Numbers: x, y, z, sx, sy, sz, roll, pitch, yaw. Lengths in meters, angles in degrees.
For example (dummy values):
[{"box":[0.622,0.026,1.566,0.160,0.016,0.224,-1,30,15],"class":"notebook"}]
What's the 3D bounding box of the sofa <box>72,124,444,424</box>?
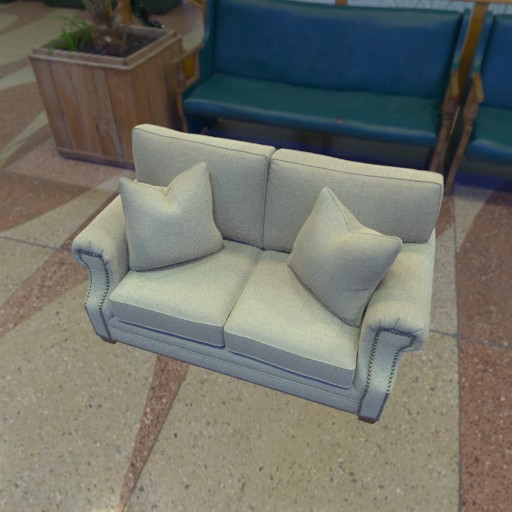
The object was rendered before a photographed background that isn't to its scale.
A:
[{"box":[0.000,0.000,2.282,1.701,0.966,0.966,13,43,14],"class":"sofa"}]
